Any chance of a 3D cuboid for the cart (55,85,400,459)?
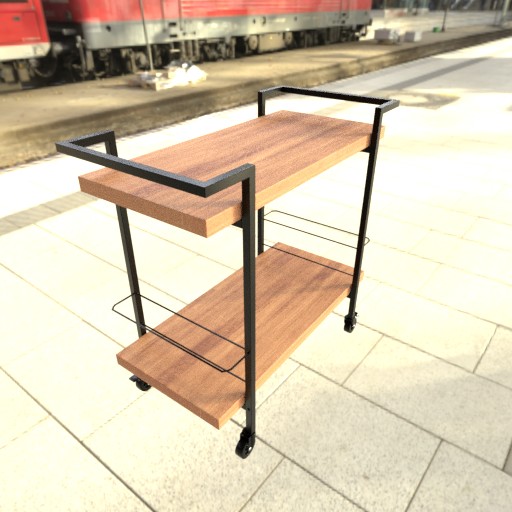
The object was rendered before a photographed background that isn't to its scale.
[{"bbox_3d":[0.000,0.000,1.246,0.406,0.762,0.806,20,36,31],"label":"cart"}]
